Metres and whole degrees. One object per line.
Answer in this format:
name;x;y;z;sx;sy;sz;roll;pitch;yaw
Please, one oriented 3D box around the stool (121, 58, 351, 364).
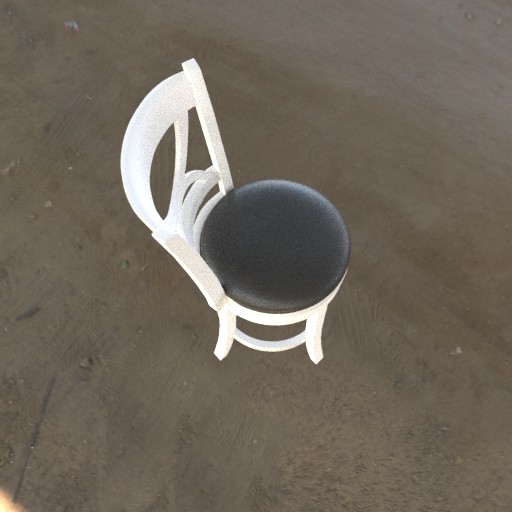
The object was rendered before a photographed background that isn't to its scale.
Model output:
stool;0.000;0.000;1.257;0.508;0.953;0.444;2;63;1
